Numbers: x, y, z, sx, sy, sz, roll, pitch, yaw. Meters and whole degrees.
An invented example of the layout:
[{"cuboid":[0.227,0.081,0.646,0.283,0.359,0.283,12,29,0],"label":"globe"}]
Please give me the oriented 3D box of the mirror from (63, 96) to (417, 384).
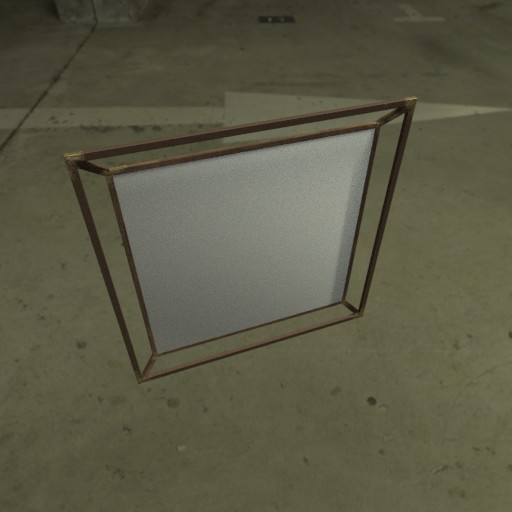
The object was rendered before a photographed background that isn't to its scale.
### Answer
[{"cuboid":[0.000,0.000,0.941,0.610,0.610,0.032,-14,44,-15],"label":"mirror"}]
